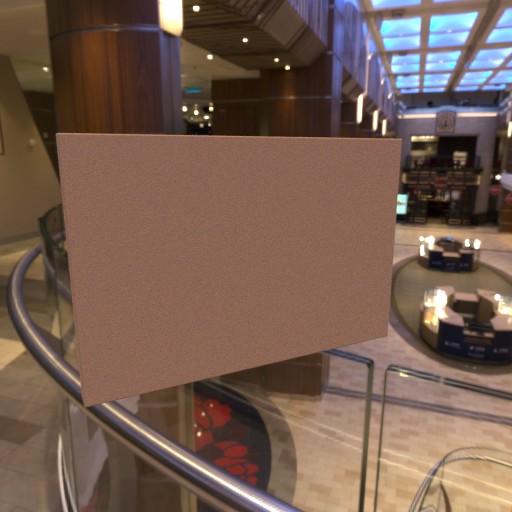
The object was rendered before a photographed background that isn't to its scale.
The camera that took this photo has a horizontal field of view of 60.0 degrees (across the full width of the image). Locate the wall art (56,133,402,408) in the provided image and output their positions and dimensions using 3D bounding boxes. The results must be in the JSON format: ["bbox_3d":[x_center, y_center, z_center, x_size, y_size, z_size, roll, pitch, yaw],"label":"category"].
[{"bbox_3d":[0.000,0.000,0.785,0.609,0.407,0.039,-7,15,-26],"label":"wall art"}]
